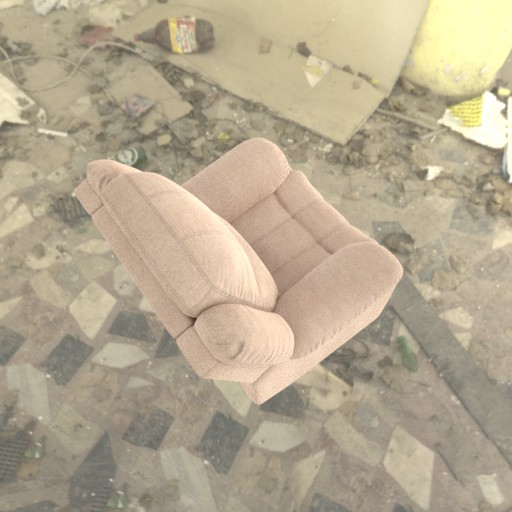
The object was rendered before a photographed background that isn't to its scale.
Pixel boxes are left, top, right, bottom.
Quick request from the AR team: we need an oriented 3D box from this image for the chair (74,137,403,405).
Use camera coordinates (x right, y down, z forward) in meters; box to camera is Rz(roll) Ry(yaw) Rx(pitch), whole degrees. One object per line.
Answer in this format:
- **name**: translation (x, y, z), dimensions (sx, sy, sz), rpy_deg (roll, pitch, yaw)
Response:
- **chair**: translation (0.000, 0.000, 1.765), dimensions (0.944, 1.008, 0.899), rpy_deg (-32, 63, -18)
